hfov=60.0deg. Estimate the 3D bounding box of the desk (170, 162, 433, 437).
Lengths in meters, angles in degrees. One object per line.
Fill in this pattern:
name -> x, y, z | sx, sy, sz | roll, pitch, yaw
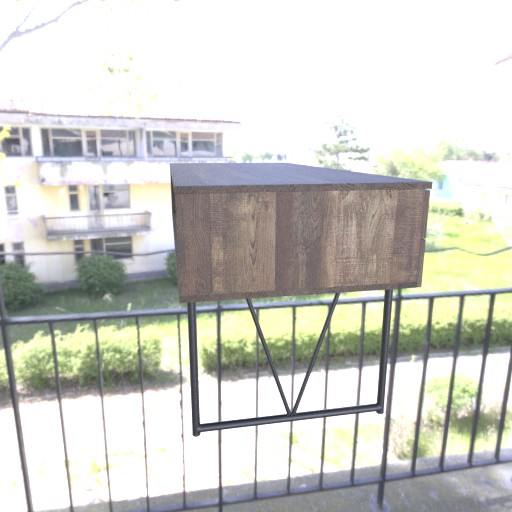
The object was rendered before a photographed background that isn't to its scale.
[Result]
desk -> 0.000, 0.000, 2.027 | 0.730, 0.780, 1.600 | -3, 14, -11
